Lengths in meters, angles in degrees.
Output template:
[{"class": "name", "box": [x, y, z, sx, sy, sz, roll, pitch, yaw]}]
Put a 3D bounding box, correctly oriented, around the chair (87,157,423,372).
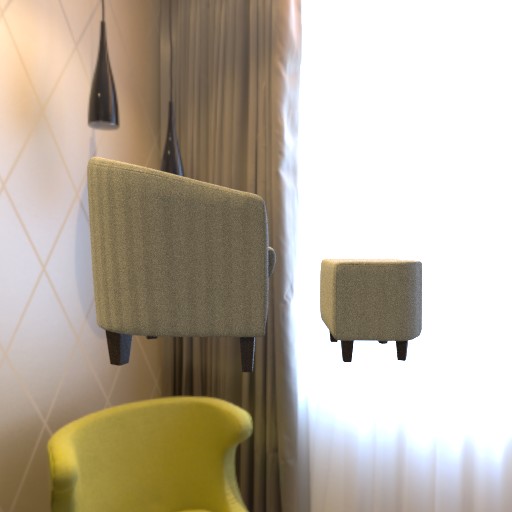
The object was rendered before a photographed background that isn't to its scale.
[{"class": "chair", "box": [0.000, 0.000, 1.768, 1.288, 0.757, 0.756, 0, 2, 2]}]
